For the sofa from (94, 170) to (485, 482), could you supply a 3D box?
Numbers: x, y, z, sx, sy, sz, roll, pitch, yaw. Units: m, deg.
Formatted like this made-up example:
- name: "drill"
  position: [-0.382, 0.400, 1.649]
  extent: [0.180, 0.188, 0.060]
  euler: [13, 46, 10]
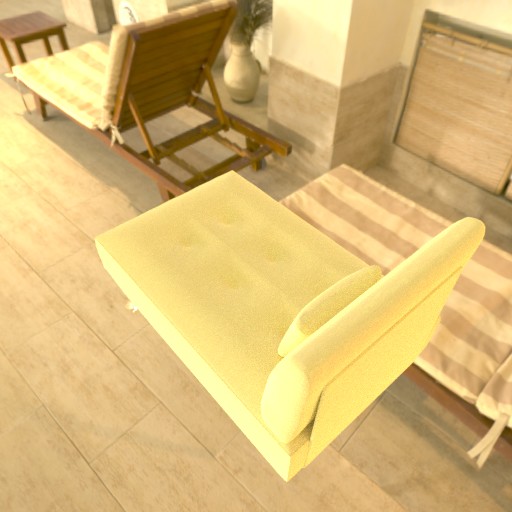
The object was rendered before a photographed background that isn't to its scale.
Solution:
- name: "sofa"
  position: [0.000, 0.000, 1.992]
  extent: [0.930, 0.820, 1.450]
  euler: [-32, 54, -27]
